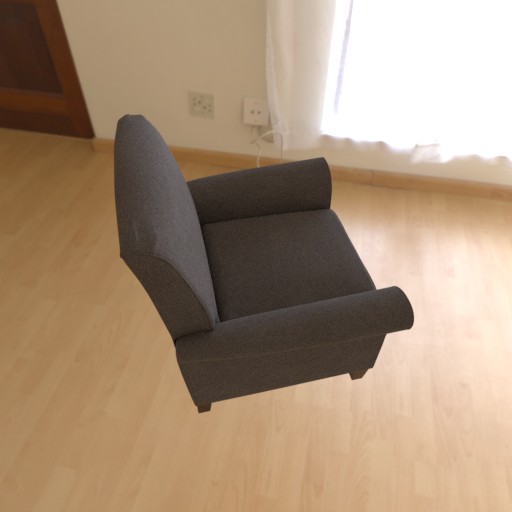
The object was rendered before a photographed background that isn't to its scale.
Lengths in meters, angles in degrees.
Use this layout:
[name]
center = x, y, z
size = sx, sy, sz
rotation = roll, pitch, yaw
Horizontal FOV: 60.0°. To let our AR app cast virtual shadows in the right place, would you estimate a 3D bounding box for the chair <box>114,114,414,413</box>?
[chair]
center = 0.000, 0.000, 1.798
size = 0.905, 1.061, 0.978
rotation = -9, 47, -9
